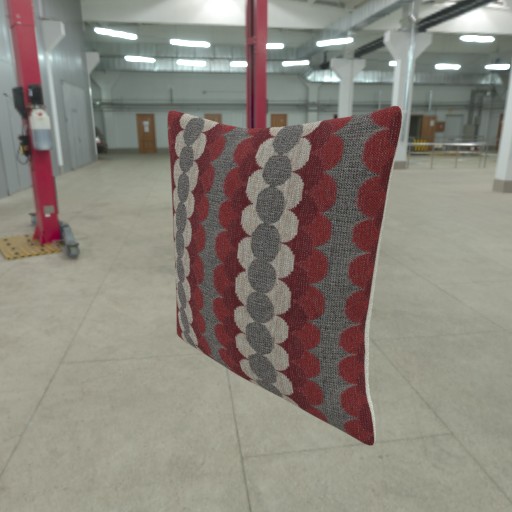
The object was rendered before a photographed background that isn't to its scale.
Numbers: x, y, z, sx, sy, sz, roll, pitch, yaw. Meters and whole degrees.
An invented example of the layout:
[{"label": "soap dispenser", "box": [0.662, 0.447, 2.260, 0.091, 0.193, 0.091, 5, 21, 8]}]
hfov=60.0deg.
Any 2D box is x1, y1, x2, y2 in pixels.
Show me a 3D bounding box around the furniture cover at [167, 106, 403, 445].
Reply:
[{"label": "furniture cover", "box": [0.000, 0.000, 0.658, 0.145, 0.420, 0.435, -15, 22, -42]}]
